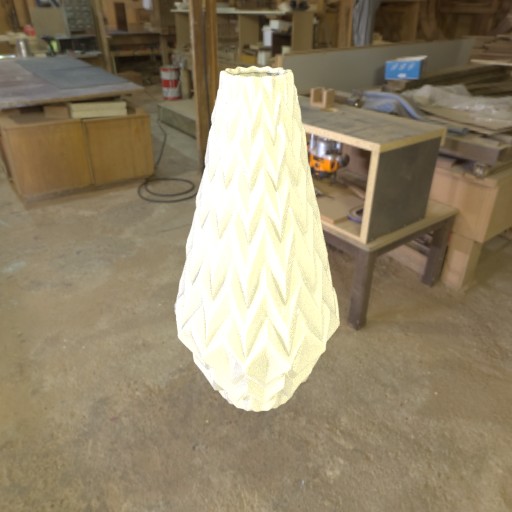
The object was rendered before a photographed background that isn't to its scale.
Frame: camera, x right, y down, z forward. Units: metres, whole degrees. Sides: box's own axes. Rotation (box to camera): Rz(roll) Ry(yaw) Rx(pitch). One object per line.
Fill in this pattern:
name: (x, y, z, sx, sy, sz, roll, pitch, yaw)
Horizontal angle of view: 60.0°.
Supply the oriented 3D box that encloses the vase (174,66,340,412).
vase: (0.000, 0.000, 0.421, 0.167, 0.328, 0.167, 0, 31, 0)
